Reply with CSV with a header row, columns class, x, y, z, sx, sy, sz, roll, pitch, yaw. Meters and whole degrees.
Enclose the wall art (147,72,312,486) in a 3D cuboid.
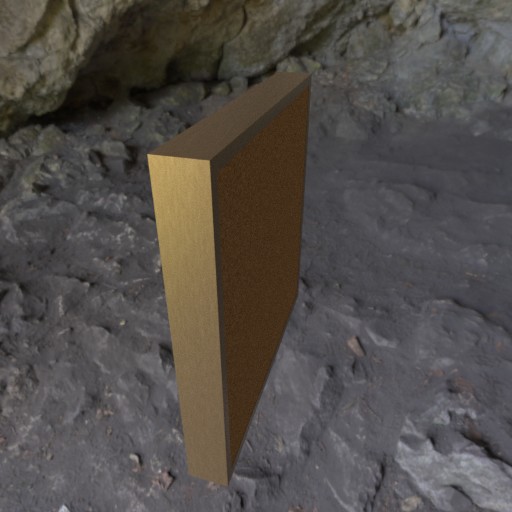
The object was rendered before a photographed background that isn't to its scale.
class,x,y,z,sx,sy,sz,roll,pitch,yaw
wall art,0.000,0.000,0.451,0.038,0.305,0.304,9,32,14
